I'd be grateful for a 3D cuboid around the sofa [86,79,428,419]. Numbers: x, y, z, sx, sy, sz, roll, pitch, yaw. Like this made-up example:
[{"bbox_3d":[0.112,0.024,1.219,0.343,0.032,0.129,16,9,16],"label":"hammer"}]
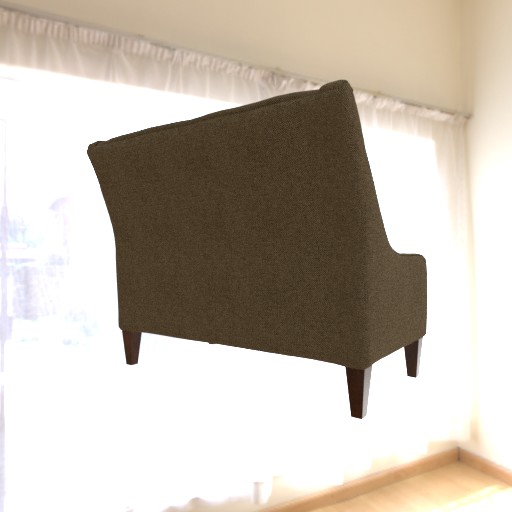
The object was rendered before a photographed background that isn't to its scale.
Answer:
[{"bbox_3d":[0.000,0.000,1.923,1.242,1.021,0.870,0,1,36],"label":"sofa"}]
